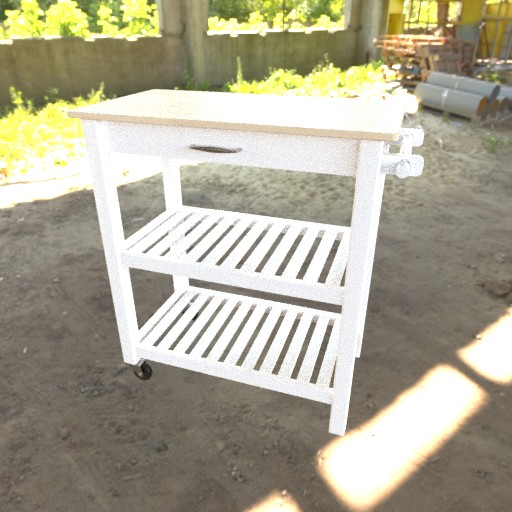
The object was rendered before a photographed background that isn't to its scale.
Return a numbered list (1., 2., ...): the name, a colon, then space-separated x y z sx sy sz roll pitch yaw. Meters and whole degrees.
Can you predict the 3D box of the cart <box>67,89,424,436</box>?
1. cart: 0.000 0.000 1.432 0.899 0.927 0.457 9 29 16
